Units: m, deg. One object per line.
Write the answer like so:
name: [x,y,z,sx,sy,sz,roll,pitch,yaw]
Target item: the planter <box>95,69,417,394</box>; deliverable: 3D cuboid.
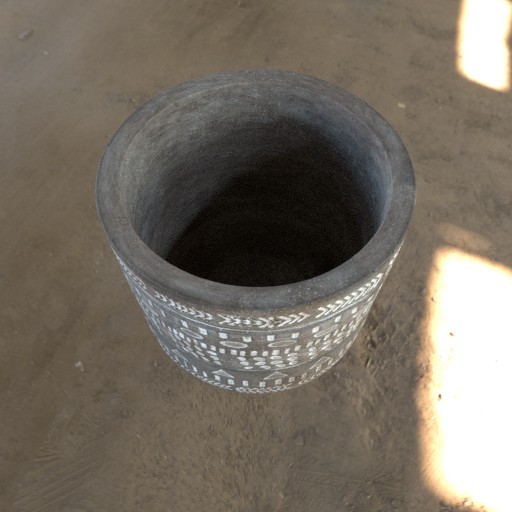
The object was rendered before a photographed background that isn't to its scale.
planter: [0.000,0.000,0.222,0.122,0.128,0.122,0,58,0]
